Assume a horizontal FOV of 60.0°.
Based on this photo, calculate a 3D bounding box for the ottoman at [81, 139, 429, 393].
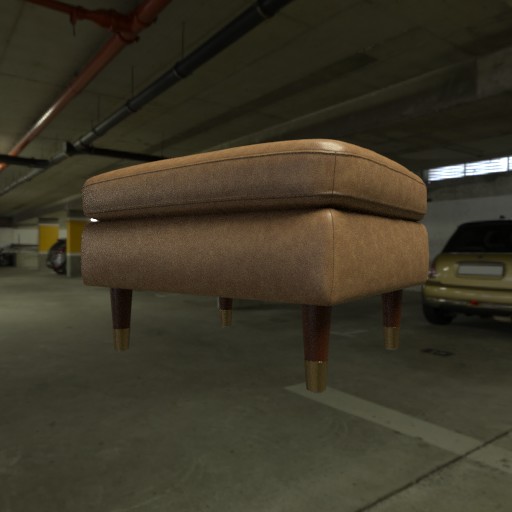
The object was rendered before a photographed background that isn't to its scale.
[{"bbox_3d":[0.000,0.000,1.134,0.747,0.478,0.593,1,1,35],"label":"ottoman"}]
